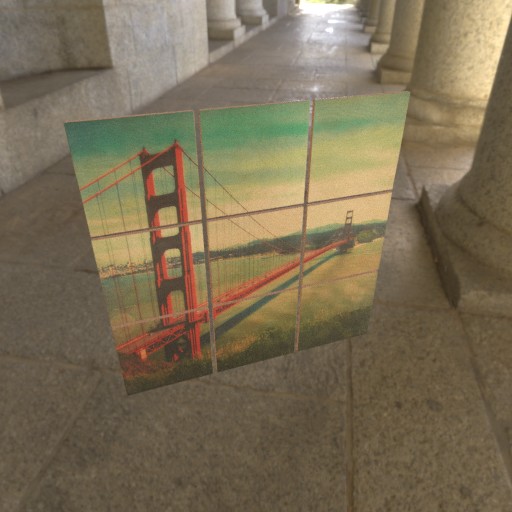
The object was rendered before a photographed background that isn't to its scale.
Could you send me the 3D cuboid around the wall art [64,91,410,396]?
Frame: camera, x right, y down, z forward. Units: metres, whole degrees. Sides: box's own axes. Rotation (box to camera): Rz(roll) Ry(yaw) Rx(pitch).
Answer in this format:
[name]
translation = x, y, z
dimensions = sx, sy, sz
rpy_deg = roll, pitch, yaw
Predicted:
[wall art]
translation = 0.000, 0.000, 1.817
dimensions = 1.217, 1.207, 0.016
rpy_deg = -11, 34, -16
